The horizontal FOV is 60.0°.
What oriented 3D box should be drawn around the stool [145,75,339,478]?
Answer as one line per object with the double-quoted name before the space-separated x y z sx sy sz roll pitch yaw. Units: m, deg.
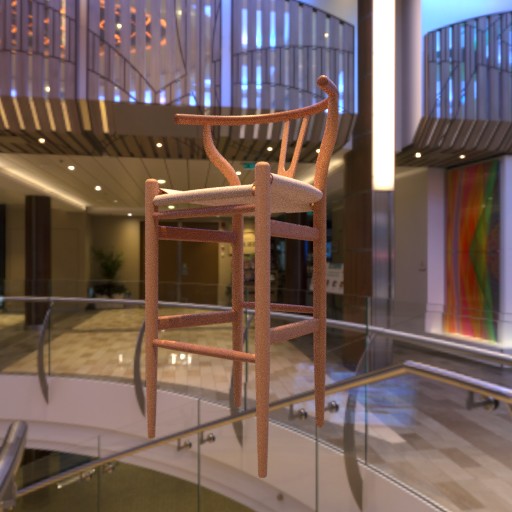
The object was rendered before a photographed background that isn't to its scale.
"stool" 0.000 0.000 1.394 0.574 1.068 0.561 0 0 36
